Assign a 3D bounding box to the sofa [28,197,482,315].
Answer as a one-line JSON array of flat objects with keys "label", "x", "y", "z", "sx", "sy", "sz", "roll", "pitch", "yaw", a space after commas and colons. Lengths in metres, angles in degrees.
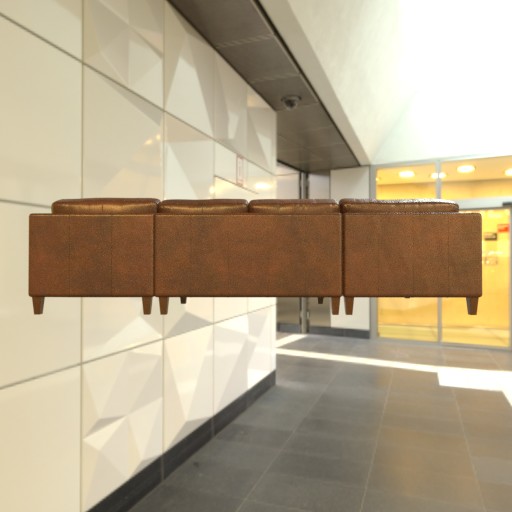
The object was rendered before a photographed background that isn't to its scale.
[{"label": "sofa", "x": 0.000, "y": 0.000, "z": 4.450, "sx": 3.324, "sy": 0.891, "sz": 2.452, "roll": 0, "pitch": -1, "yaw": 1}]
